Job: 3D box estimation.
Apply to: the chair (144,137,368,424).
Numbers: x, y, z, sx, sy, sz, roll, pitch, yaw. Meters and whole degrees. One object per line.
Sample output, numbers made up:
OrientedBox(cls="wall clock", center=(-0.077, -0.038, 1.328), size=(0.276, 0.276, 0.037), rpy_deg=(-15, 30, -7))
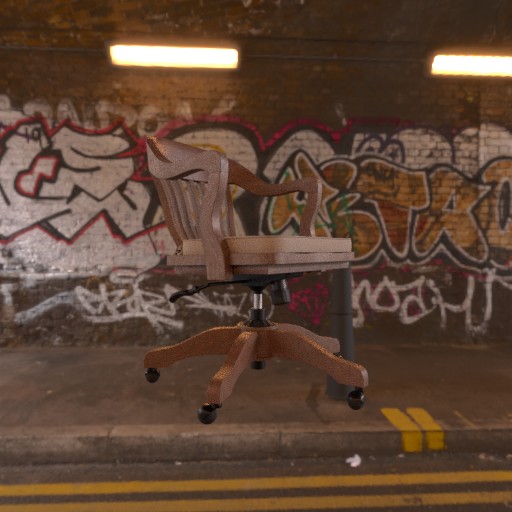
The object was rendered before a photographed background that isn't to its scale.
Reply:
OrientedBox(cls="chair", center=(0.000, 0.000, 1.502), size=(0.788, 0.878, 0.750), rpy_deg=(1, 1, 36))
